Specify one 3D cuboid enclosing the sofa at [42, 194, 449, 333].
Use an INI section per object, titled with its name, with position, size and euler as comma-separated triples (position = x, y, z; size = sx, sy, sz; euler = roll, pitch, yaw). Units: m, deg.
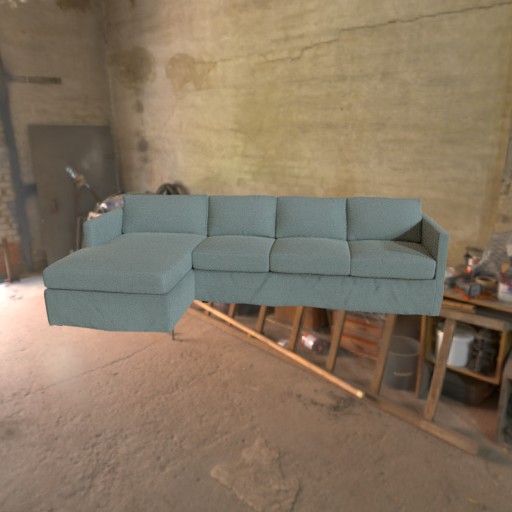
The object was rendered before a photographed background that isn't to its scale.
[sofa]
position = 0.000, 0.000, 3.961
size = 3.205, 0.922, 1.650
euler = 2, 16, 8
